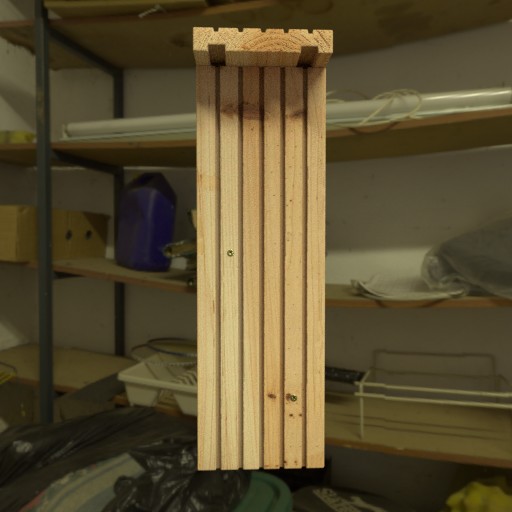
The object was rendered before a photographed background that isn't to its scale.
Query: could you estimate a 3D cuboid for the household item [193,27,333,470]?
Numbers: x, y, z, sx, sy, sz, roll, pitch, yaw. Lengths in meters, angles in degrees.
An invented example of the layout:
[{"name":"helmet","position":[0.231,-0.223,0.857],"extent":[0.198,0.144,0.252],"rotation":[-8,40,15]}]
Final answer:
[{"name":"household item","position":[0.000,0.000,0.543],"extent":[0.123,0.407,0.301],"rotation":[0,2,-2]}]
